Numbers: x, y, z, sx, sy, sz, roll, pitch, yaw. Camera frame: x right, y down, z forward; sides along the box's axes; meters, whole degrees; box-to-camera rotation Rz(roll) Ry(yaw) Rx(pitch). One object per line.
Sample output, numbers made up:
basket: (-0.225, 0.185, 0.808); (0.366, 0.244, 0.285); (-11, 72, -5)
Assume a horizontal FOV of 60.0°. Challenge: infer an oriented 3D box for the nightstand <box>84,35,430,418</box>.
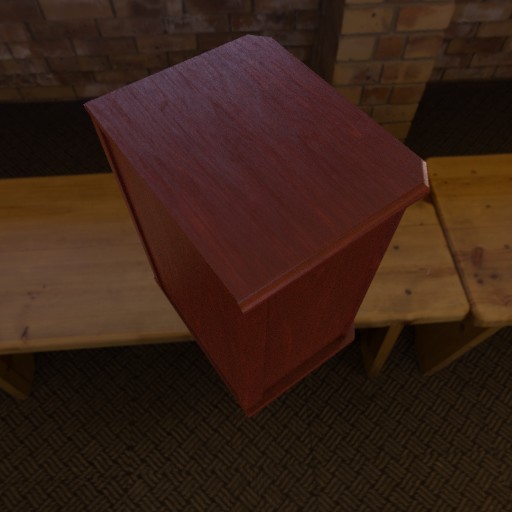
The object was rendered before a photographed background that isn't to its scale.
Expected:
nightstand: (0.000, 0.000, 0.934); (0.351, 0.681, 0.435); (-32, 63, -18)
